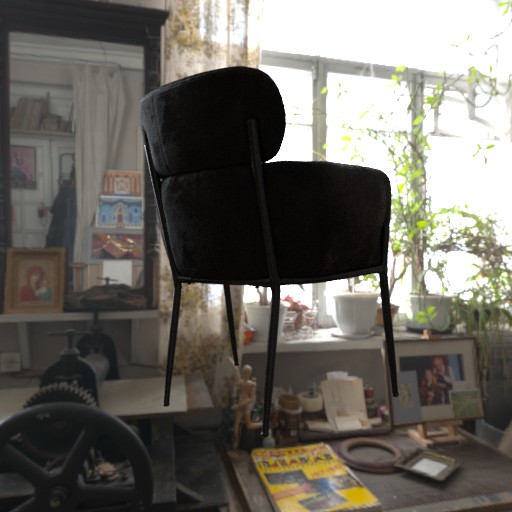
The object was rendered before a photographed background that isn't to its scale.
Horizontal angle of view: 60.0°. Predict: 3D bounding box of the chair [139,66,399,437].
[{"bbox_3d":[0.000,0.000,1.250,0.640,0.818,0.604,0,0,37],"label":"chair"}]
